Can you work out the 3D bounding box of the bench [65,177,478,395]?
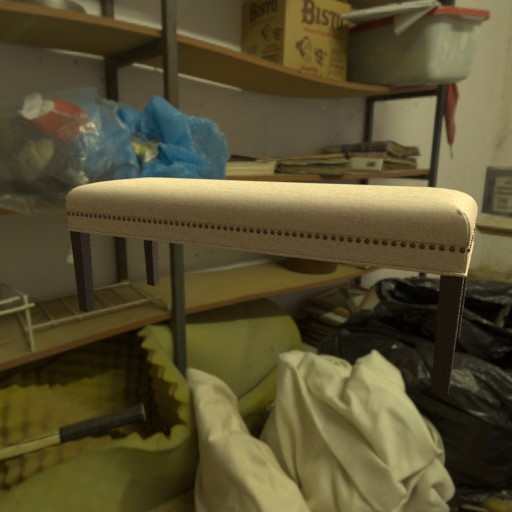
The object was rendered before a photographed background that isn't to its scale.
[{"bbox_3d":[0.000,0.000,1.402,1.219,0.457,0.410,7,15,27],"label":"bench"}]
